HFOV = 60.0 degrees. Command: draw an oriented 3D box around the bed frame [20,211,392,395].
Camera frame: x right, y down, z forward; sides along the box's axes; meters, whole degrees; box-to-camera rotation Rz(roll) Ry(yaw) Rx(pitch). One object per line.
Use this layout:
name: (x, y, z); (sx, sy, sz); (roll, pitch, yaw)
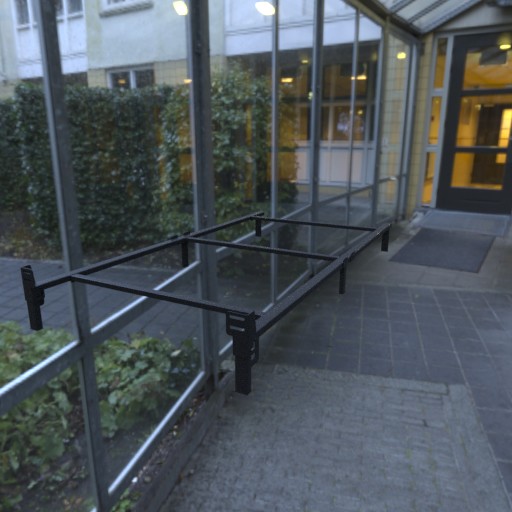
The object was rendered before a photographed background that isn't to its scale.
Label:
bed frame: (0.000, 0.000, 2.257); (0.968, 0.248, 1.897); (8, 17, 27)
